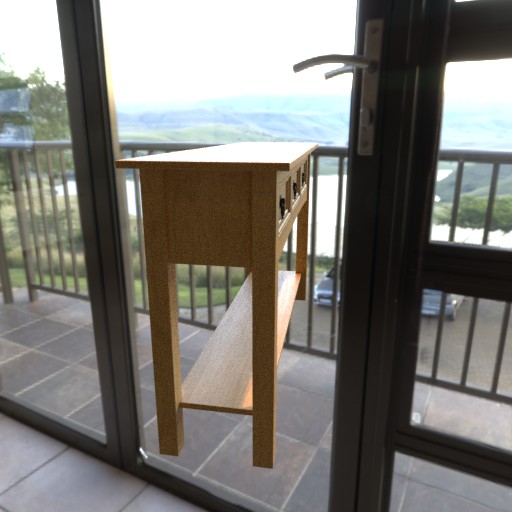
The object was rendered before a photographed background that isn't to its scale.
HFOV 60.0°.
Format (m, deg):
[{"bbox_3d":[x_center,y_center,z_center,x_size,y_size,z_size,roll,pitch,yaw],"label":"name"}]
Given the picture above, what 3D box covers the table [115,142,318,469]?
[{"bbox_3d":[0.000,0.000,1.540,0.350,0.730,1.240,3,16,10],"label":"table"}]
